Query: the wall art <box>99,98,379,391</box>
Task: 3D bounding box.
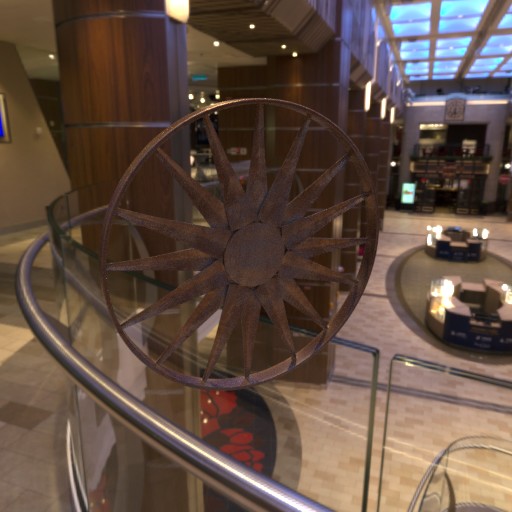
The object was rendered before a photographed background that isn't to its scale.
[{"bbox_3d":[0.000,0.000,0.868,0.582,0.583,0.084,-7,16,-25],"label":"wall art"}]
